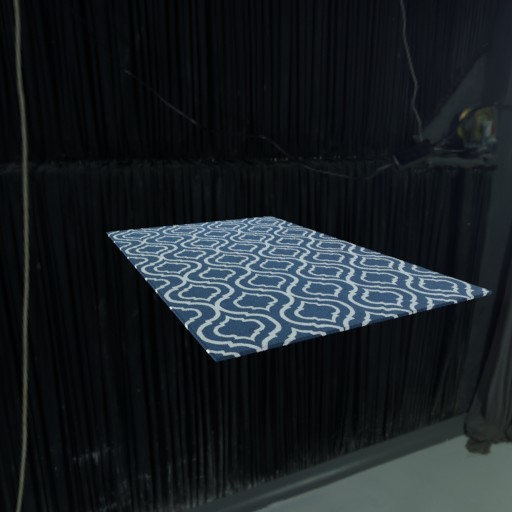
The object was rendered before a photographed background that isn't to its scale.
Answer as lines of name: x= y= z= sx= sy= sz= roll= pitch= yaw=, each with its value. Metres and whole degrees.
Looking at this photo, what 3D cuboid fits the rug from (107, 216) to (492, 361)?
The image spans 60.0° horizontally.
rug: x=0.000 y=0.000 z=2.194 sx=1.143 sy=0.010 sz=1.753 roll=-8 pitch=18 yaw=-26
